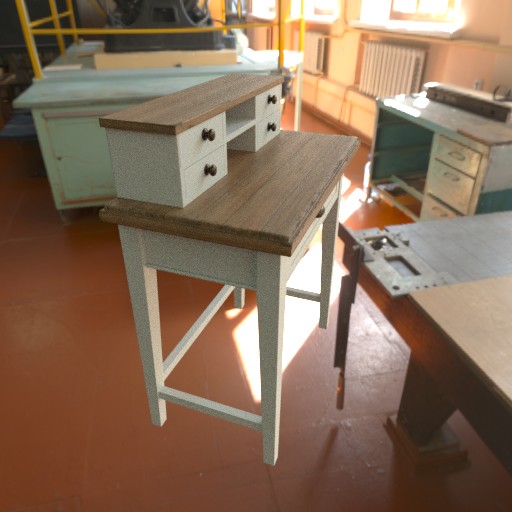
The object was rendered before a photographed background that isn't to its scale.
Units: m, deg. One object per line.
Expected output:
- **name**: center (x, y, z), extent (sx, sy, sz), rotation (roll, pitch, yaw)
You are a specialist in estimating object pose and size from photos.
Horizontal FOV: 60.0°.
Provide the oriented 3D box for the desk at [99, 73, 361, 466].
- **desk**: center (0.000, 0.000, 1.420), extent (0.462, 0.981, 0.814), rotation (11, 32, 18)
